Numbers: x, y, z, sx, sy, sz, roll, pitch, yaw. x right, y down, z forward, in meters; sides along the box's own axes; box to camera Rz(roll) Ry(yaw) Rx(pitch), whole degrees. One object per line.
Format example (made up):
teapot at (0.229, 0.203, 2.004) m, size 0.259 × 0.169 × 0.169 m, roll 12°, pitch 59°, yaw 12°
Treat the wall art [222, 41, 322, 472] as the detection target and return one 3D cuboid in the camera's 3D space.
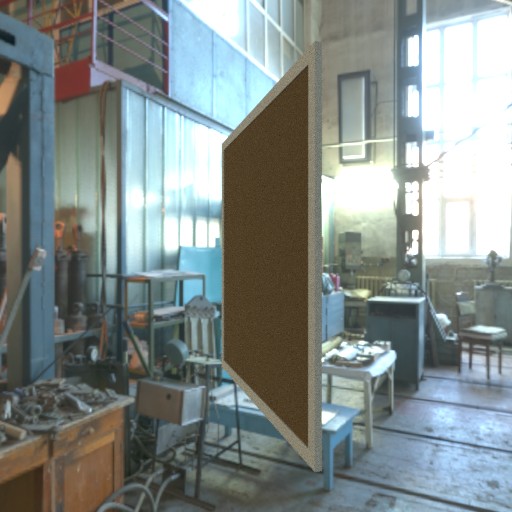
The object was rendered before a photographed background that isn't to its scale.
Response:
wall art at (0.000, 0.000, 1.226) m, size 0.015 × 0.812 × 0.812 m, roll 0°, pitch 0°, yaw -17°
